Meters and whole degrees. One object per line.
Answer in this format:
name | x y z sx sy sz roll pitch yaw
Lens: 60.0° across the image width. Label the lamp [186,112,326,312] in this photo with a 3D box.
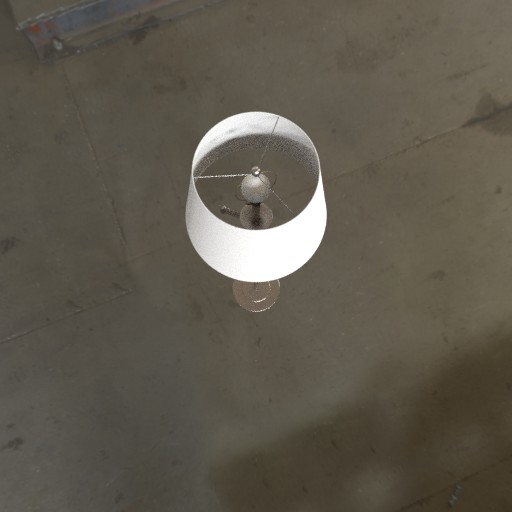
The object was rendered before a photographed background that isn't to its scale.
lamp | 0.000 0.000 1.582 0.355 1.473 0.355 0 77 0
